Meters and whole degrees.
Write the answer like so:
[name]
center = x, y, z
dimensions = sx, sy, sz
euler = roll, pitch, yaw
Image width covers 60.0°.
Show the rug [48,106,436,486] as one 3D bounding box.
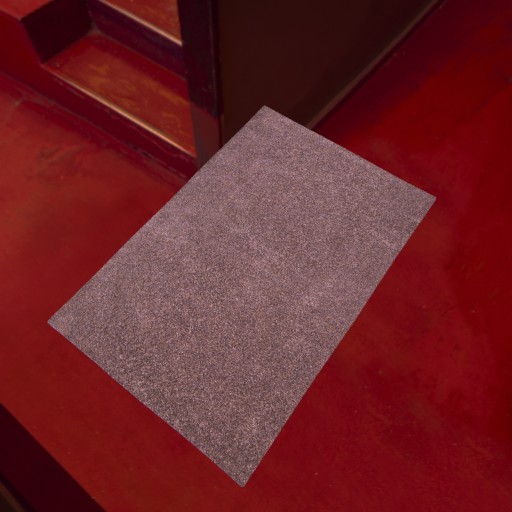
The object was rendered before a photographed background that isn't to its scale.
[rug]
center = 0.000, 0.000, 3.497
dimensions = 1.802, 0.026, 2.699
euler = 33, 67, 16
